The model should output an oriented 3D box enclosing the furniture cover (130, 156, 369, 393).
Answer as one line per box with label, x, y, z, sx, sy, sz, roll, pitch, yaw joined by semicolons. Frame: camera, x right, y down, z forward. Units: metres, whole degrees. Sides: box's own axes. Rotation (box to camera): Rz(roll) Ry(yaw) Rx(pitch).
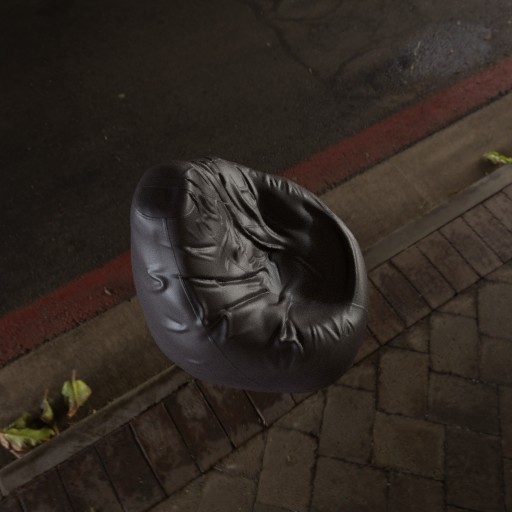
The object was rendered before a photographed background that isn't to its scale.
furniture cover;0.000;0.000;1.927;1.070;0.990;1.070;0;62;0
